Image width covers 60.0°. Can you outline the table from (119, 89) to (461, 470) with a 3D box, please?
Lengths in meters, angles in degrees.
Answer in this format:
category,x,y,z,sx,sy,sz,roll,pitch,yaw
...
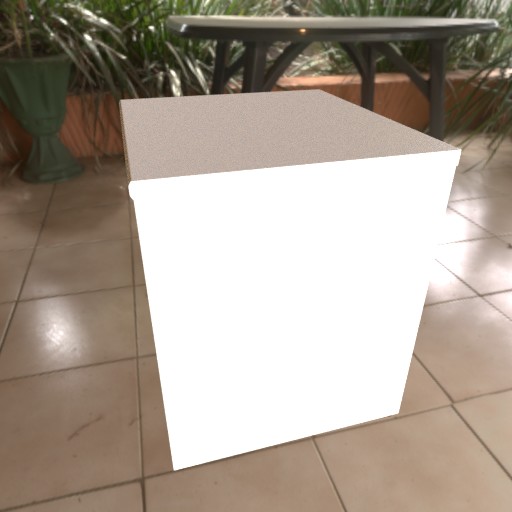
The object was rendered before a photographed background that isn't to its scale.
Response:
category,x,y,z,sx,sy,sz,roll,pitch,yaw
table,0.000,0.000,0.763,0.380,0.460,0.420,-8,31,-14
